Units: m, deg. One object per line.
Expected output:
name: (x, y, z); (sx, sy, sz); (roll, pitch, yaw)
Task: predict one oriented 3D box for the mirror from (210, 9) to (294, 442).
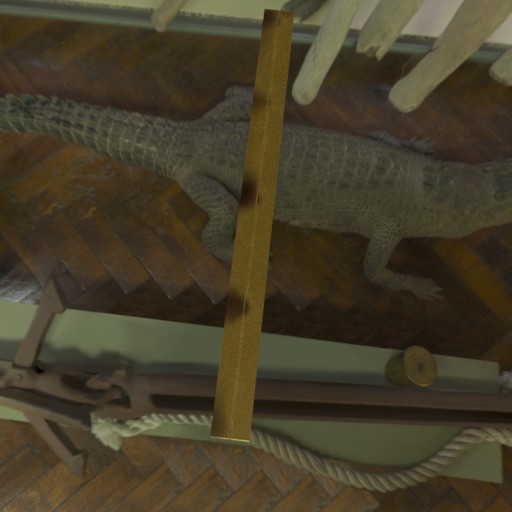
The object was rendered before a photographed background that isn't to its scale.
mirror: (0.000, 0.000, 0.737); (0.042, 0.507, 0.509); (6, 75, 2)
